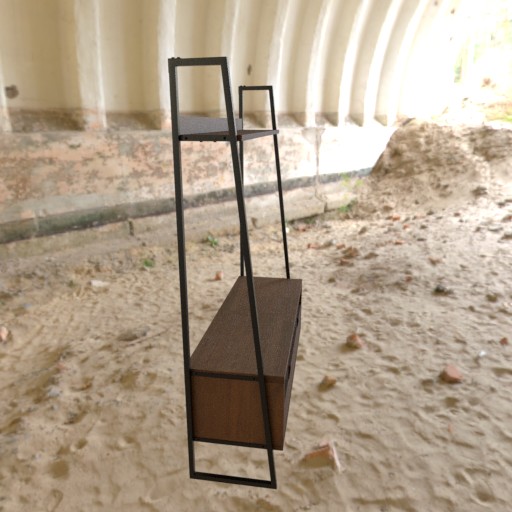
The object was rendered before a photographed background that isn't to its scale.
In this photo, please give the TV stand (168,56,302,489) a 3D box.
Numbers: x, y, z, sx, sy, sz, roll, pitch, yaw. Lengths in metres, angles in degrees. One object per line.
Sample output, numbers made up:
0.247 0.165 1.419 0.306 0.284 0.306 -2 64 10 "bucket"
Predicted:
0.000 0.000 2.330 0.432 1.772 1.250 3 17 9 "TV stand"
